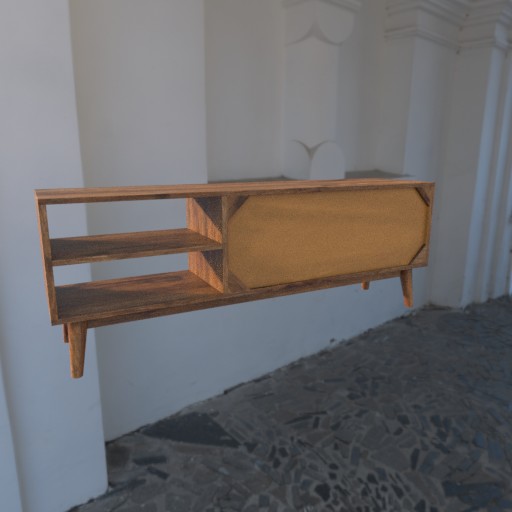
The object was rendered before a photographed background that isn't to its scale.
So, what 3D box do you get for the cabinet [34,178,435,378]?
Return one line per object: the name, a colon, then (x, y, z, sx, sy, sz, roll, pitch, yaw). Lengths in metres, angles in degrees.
cabinet: (0.000, 0.000, 1.677, 1.448, 0.528, 0.349, -7, 15, -26)
